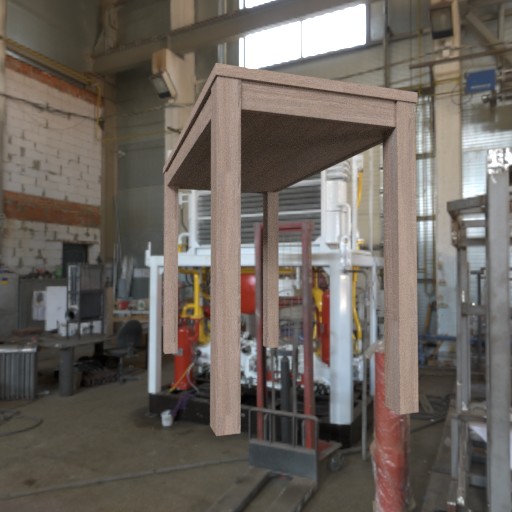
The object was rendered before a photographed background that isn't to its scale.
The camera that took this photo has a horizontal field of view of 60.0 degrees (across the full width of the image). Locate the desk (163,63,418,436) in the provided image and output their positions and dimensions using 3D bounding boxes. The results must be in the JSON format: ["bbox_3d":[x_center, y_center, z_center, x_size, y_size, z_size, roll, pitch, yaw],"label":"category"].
[{"bbox_3d":[0.000,0.000,1.448,0.495,0.762,0.991,1,-2,-18],"label":"desk"}]
